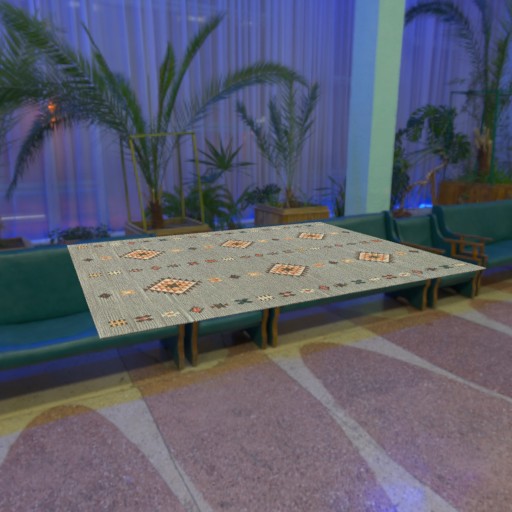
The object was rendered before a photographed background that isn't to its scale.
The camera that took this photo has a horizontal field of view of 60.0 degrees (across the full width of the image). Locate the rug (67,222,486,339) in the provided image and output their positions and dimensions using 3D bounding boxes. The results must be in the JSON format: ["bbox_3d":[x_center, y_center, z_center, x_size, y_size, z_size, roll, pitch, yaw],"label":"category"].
[{"bbox_3d":[0.000,0.000,4.048,3.035,0.008,2.425,-7,16,-25],"label":"rug"}]
